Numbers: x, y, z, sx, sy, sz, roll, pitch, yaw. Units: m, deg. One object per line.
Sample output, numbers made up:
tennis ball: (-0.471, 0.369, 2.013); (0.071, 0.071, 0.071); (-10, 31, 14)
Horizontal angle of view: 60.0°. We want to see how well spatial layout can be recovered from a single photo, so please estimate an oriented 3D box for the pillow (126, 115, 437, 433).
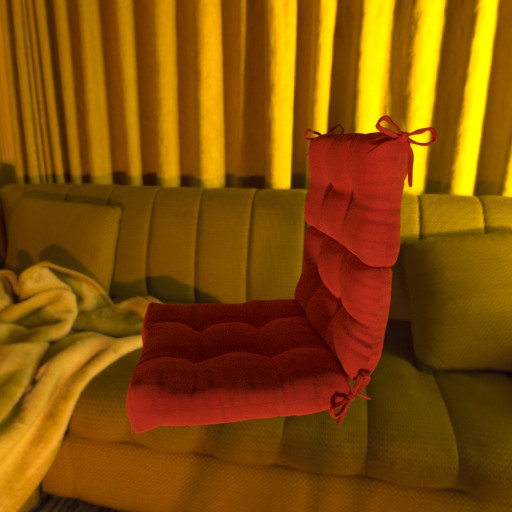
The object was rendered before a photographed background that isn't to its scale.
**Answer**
pillow: (0.000, 0.000, 1.025); (0.571, 0.605, 0.519); (-2, 15, -9)
